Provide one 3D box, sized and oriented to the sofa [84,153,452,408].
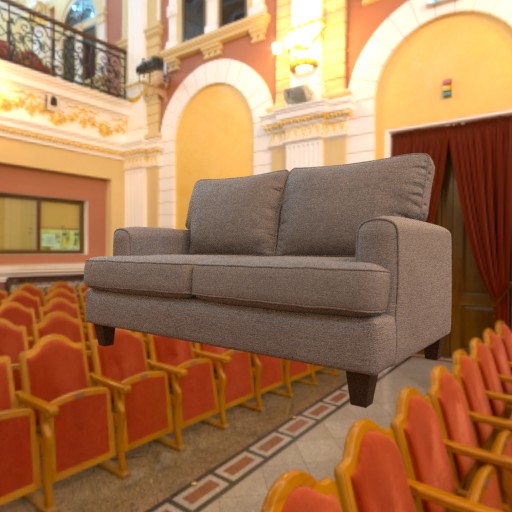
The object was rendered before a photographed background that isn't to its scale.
[{"bbox_3d":[0.000,0.000,2.221,1.651,0.965,0.965,1,2,38],"label":"sofa"}]
